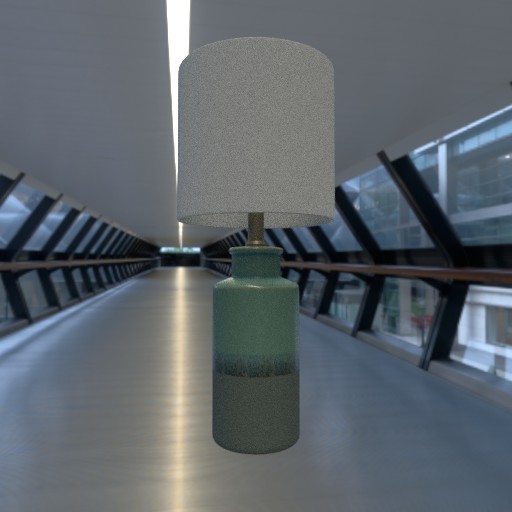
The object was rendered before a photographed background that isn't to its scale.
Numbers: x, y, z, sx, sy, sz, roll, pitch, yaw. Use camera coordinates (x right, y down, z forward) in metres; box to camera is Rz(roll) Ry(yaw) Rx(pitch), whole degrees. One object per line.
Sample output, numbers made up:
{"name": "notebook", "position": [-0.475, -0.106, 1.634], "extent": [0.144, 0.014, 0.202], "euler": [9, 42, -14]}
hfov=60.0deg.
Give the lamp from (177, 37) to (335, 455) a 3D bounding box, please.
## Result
{"name": "lamp", "position": [0.000, 0.000, 0.603], "extent": [0.212, 0.493, 0.212], "euler": [-1, -2, 35]}
